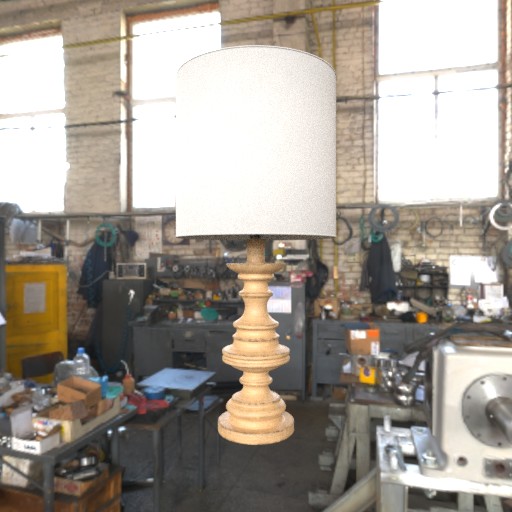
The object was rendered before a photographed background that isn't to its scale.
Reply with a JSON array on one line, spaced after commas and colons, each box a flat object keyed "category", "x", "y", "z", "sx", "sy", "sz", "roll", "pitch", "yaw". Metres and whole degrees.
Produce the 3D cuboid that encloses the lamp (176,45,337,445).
[{"category": "lamp", "x": 0.000, "y": 0.000, "z": 0.583, "sx": 0.208, "sy": 0.455, "sz": 0.208, "roll": 0, "pitch": 0, "yaw": -18}]
